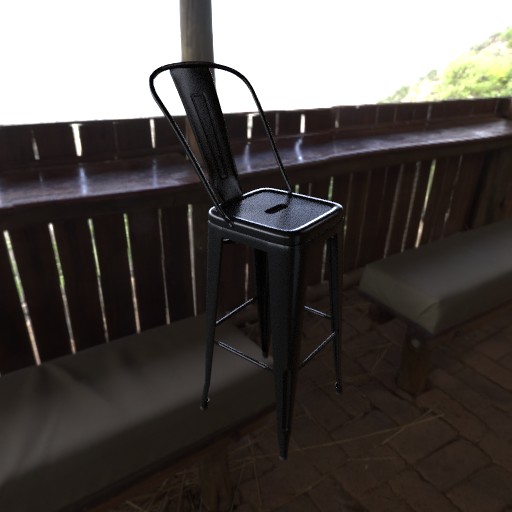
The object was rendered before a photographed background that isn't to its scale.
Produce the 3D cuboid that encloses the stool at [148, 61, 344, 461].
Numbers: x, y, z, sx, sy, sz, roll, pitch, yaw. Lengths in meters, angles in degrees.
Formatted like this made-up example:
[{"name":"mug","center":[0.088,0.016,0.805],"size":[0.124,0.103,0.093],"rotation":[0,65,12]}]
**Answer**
[{"name":"stool","center":[0.000,0.000,1.376],"size":[0.513,1.096,0.399],"rotation":[19,31,34]}]
